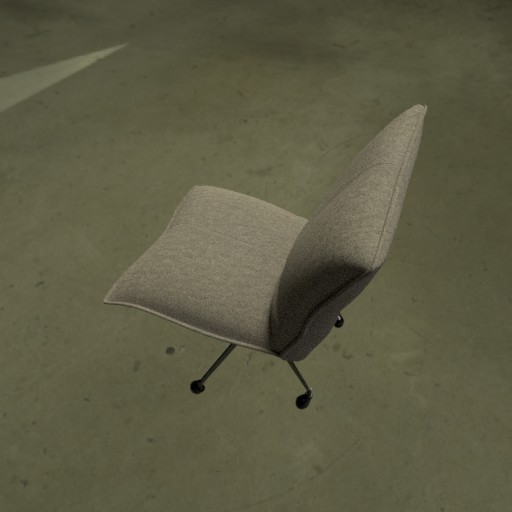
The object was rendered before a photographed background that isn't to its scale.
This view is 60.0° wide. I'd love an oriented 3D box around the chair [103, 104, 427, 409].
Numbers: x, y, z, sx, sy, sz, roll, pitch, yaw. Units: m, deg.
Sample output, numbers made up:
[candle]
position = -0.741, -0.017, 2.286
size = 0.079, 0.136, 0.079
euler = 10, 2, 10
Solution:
[chair]
position = 0.000, 0.000, 1.280
size = 0.696, 0.811, 0.597
euler = 17, 50, 15
